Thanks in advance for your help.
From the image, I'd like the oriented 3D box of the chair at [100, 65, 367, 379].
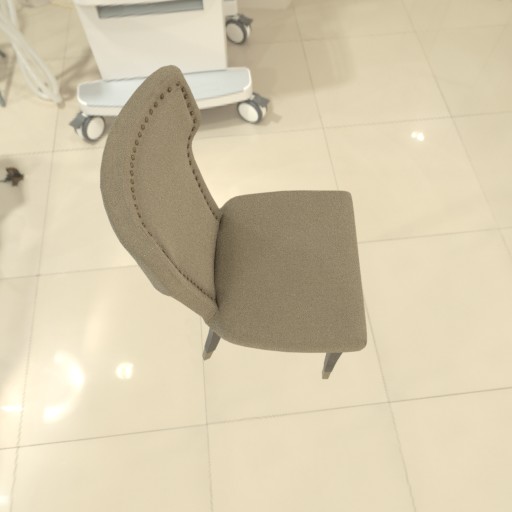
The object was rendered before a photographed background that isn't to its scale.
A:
[{"bbox_3d":[0.000,0.000,1.310,0.630,0.955,0.526,0,63,0],"label":"chair"}]
